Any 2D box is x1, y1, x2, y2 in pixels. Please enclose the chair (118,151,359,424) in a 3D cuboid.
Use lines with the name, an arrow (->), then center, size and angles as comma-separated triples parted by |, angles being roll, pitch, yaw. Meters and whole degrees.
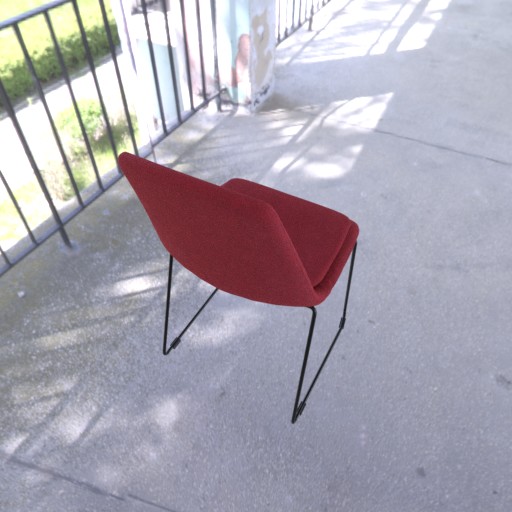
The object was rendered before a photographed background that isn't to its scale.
chair -> 0.000, 0.000, 1.175 | 0.479, 0.858, 0.518 | 22, 51, 19
